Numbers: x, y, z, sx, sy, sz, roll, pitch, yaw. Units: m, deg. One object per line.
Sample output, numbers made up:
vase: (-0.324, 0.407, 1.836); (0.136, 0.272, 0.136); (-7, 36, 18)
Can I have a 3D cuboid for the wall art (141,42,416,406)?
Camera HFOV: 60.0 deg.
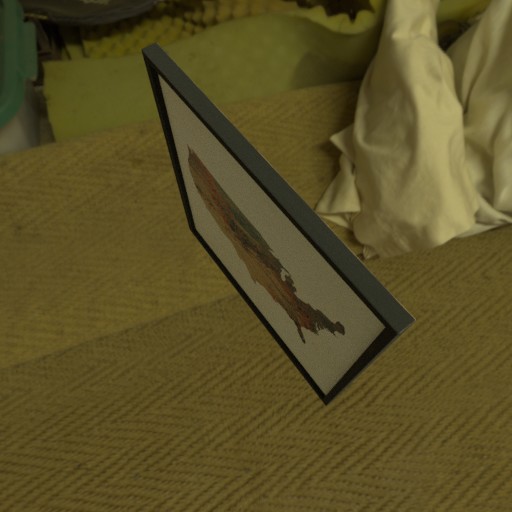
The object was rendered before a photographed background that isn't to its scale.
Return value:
wall art: (0.000, 0.000, 0.454); (0.015, 0.303, 0.304); (-33, 68, -15)
